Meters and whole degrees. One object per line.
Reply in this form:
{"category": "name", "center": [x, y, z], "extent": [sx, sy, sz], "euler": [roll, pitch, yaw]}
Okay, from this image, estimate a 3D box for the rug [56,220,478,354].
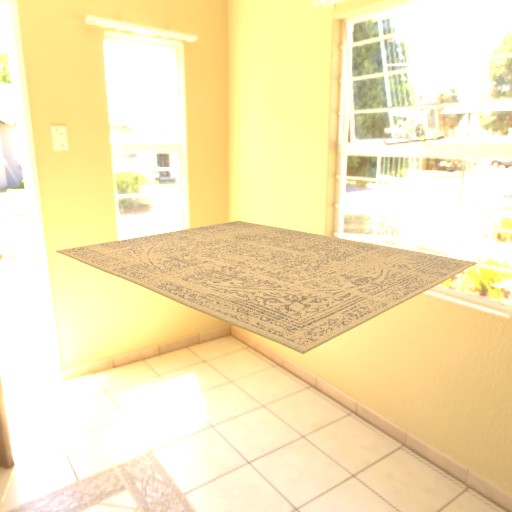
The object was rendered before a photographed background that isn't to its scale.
{"category": "rug", "center": [0.000, 0.000, 3.876], "extent": [2.921, 0.032, 2.311], "euler": [14, 20, 43]}
